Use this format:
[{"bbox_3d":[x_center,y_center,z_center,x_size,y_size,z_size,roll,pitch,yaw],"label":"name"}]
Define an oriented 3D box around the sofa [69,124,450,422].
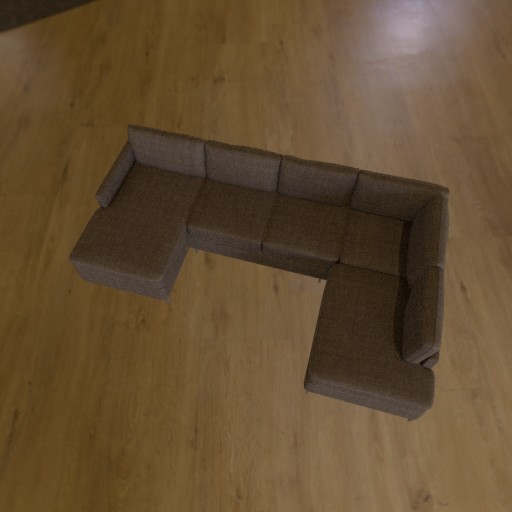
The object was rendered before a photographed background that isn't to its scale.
[{"bbox_3d":[0.000,0.000,4.229,3.423,0.999,2.048,13,59,8],"label":"sofa"}]
